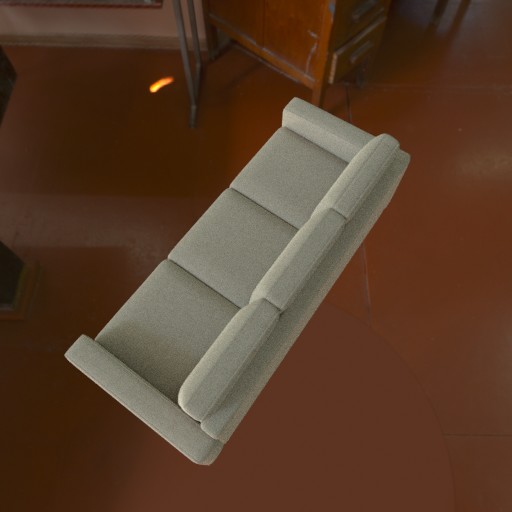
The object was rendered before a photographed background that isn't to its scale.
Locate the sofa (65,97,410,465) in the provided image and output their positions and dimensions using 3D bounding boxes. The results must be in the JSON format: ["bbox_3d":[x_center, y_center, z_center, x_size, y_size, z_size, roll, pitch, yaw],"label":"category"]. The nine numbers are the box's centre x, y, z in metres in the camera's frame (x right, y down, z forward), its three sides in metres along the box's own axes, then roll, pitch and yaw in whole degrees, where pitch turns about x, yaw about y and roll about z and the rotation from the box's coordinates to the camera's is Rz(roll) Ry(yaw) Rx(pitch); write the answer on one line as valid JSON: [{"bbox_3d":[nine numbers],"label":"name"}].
[{"bbox_3d":[0.000,0.000,2.643,0.900,0.800,2.160,32,69,14],"label":"sofa"}]
